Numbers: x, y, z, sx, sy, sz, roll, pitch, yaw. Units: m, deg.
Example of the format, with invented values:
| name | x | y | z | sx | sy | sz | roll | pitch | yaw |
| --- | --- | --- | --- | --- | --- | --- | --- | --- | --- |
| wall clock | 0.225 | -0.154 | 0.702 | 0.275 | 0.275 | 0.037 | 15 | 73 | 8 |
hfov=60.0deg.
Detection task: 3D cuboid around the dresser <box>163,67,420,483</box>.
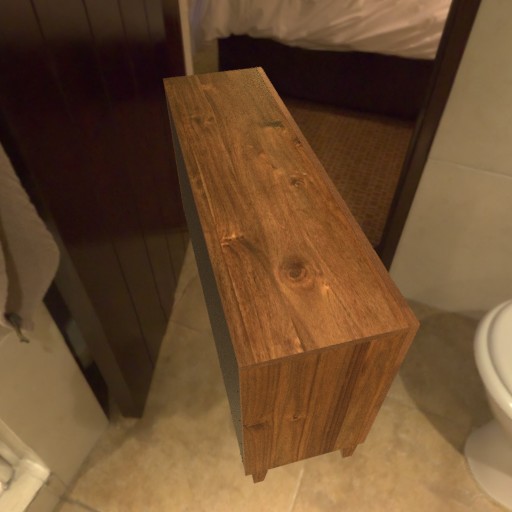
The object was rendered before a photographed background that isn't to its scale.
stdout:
| name | x | y | z | sx | sy | sz | roll | pitch | yaw |
| --- | --- | --- | --- | --- | --- | --- | --- | --- | --- |
| dresser | 0.000 | 0.000 | 1.769 | 0.446 | 0.873 | 1.400 | -11 | 48 | -10 |
